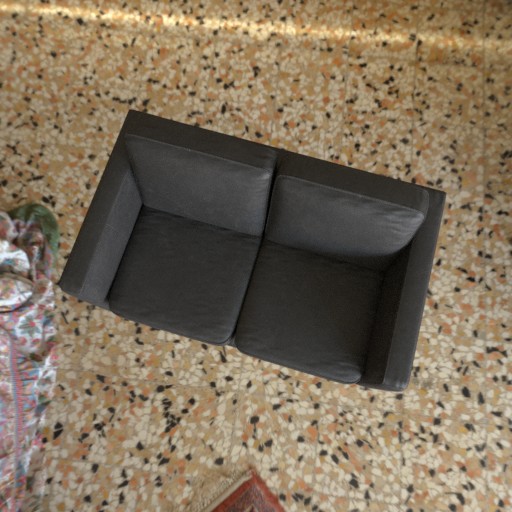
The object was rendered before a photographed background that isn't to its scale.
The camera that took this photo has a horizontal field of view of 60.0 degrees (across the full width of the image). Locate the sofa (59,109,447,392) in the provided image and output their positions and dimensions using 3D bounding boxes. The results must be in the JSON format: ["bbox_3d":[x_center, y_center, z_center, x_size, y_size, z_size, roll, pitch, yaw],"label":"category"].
[{"bbox_3d":[0.000,0.000,2.041,1.430,0.899,0.879,16,76,4],"label":"sofa"}]
